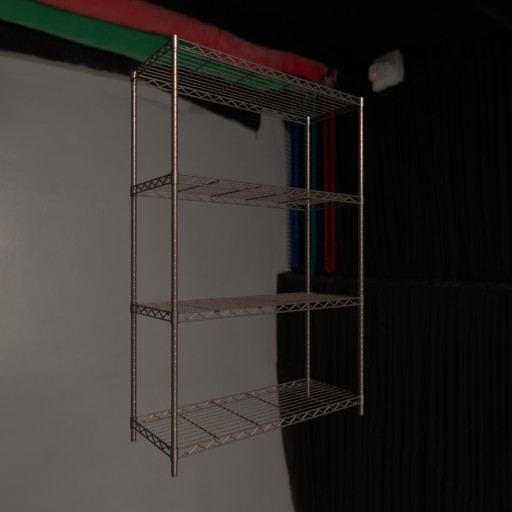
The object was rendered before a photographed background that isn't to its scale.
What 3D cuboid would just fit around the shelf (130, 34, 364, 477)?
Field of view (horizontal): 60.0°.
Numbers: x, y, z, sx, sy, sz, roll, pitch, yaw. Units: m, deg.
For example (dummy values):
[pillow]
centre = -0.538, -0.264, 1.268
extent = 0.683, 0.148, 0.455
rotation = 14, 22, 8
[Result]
[shelf]
centre = 0.000, 0.000, 1.769
extent = 0.907, 1.361, 0.352
rotation = 0, 0, -37
